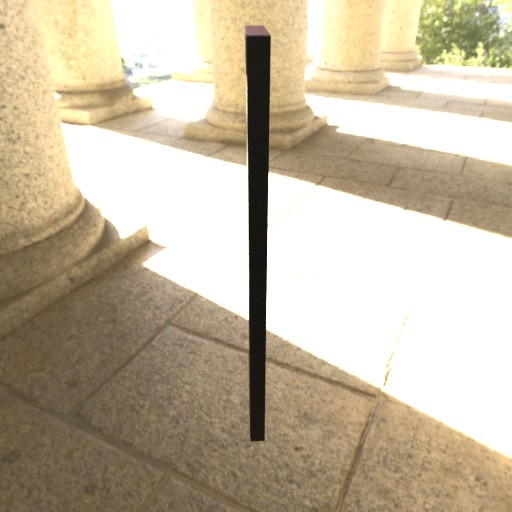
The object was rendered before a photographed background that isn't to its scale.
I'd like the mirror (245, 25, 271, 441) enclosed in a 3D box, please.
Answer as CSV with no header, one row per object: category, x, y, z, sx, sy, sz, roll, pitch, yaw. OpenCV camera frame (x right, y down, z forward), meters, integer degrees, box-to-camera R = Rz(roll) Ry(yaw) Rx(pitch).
mirror,0.000,0.000,1.233,0.047,1.123,0.343,-1,30,-1
